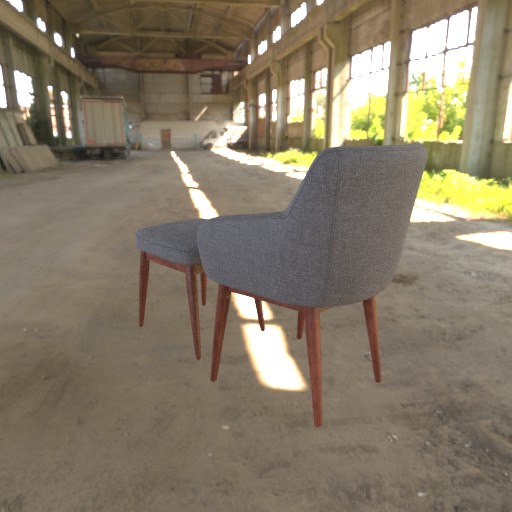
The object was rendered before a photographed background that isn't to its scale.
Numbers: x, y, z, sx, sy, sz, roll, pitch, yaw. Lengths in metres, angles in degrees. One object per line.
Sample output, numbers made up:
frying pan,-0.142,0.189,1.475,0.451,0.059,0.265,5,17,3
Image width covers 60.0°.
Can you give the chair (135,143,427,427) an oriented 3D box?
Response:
chair,0.000,0.000,1.594,0.584,0.799,1.107,-15,22,-43
